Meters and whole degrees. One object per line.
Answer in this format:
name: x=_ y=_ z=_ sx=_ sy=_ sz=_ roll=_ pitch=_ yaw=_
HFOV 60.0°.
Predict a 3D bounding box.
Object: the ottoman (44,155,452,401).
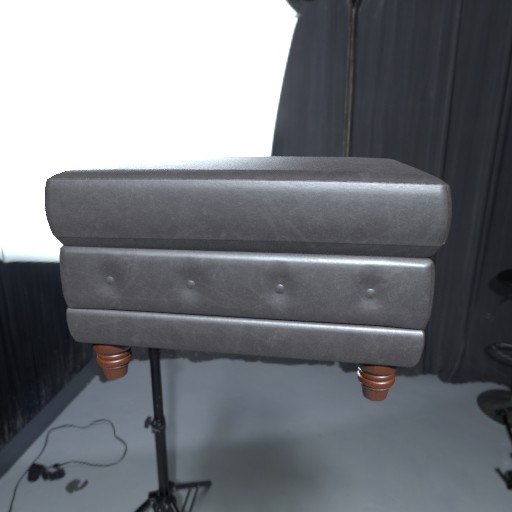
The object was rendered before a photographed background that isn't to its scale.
ottoman: x=0.000 y=0.000 z=1.156 sx=0.795 sy=0.498 sz=0.590 roll=2 pitch=16 yaw=8
